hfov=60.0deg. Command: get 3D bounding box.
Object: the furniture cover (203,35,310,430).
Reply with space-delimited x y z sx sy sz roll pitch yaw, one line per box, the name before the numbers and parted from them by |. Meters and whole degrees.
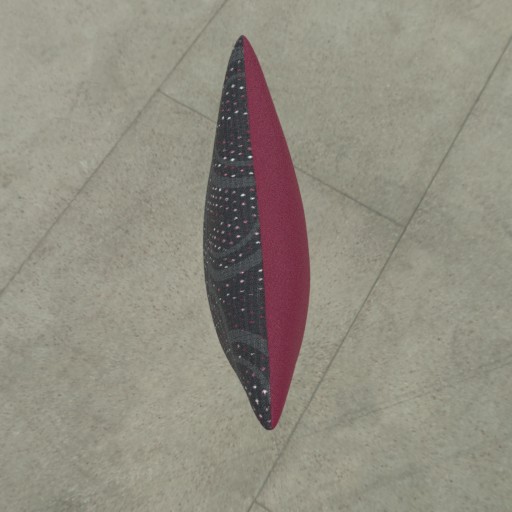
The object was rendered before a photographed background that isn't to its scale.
furniture cover | 0.000 0.000 0.826 0.193 0.509 0.552 -4 75 -1
